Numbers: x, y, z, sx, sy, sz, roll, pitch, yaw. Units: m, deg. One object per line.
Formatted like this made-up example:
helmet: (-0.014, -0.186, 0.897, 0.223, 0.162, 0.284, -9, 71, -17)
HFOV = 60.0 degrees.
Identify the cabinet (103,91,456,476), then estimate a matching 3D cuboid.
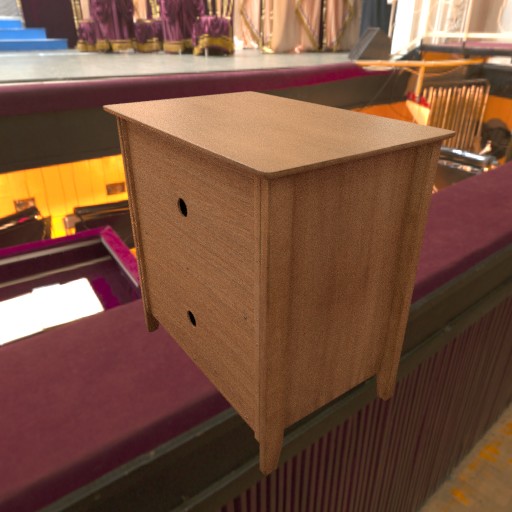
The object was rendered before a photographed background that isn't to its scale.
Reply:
cabinet: (0.000, 0.000, 1.251, 0.503, 0.762, 0.763, -18, 33, -31)
